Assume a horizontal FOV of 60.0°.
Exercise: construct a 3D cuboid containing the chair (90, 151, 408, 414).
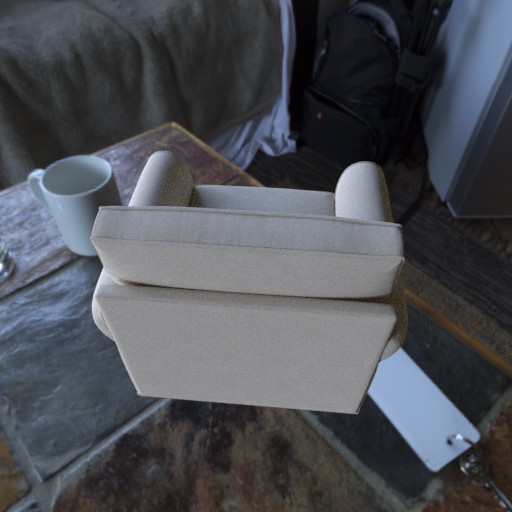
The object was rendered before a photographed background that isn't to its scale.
[{"bbox_3d":[0.000,0.000,1.737,1.040,0.955,0.863,4,49,3],"label":"chair"}]
